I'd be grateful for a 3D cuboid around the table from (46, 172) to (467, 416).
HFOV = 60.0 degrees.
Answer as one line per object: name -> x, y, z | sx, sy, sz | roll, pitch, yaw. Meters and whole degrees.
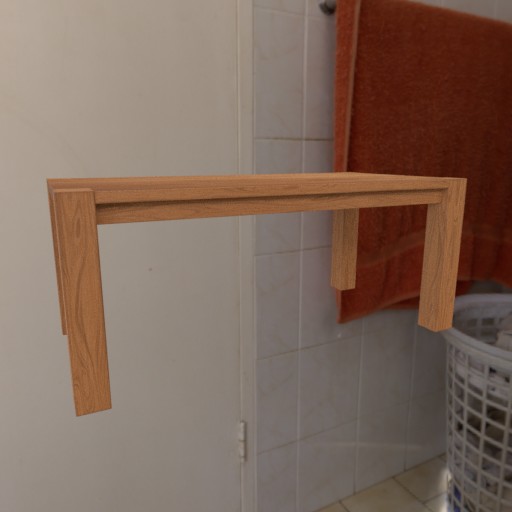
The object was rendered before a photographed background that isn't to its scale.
table -> 0.000, 0.000, 2.202 | 1.800, 0.760, 0.900 | -6, 14, -25
